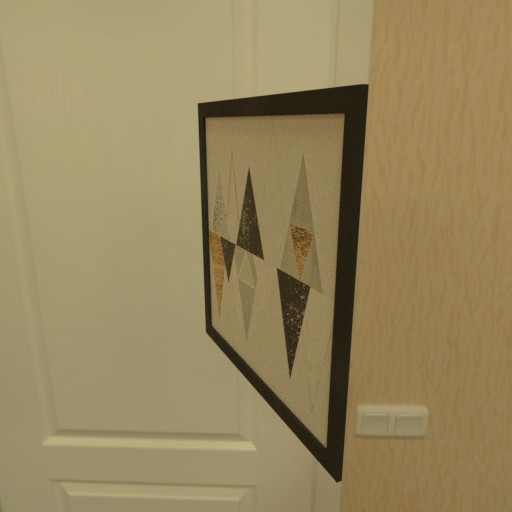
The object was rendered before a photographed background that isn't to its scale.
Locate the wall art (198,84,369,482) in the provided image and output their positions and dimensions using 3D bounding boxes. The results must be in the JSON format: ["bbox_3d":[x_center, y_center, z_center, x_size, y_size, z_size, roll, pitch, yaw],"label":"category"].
[{"bbox_3d":[0.000,0.000,1.216,0.013,0.823,0.823,-8,18,-25],"label":"wall art"}]
